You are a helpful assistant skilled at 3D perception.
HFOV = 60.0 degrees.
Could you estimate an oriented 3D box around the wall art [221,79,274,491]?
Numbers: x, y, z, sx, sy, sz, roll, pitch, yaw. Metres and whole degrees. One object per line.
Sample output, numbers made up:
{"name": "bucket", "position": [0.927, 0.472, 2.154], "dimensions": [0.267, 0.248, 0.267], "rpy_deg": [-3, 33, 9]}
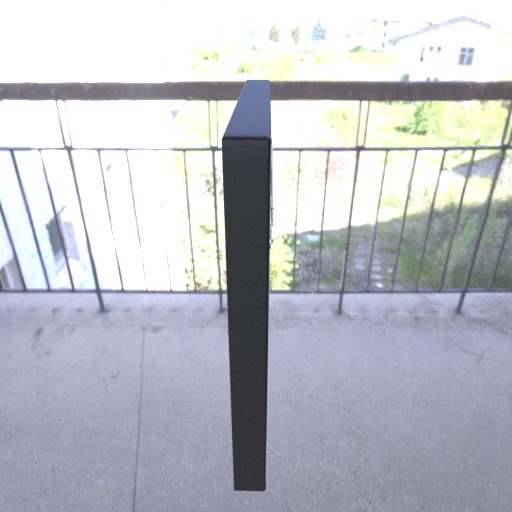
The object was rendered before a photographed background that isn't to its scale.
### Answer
{"name": "wall art", "position": [0.000, 0.000, 0.600], "dimensions": [0.041, 0.407, 0.406], "rpy_deg": [1, 27, 1]}
